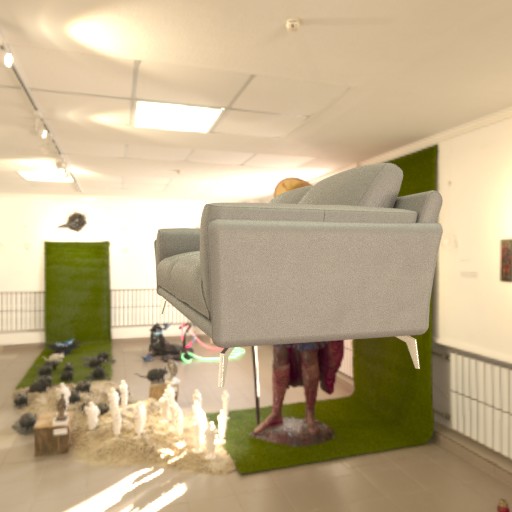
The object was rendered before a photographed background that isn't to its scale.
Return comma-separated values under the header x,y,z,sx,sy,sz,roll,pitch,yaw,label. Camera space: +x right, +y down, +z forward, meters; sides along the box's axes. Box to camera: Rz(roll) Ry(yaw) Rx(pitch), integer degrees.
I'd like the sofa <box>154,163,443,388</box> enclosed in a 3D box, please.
x,y,z,sx,sy,sz,roll,pitch,yaw,label
0.000,0.000,2.691,1.049,0.930,2.101,0,0,-18,sofa
